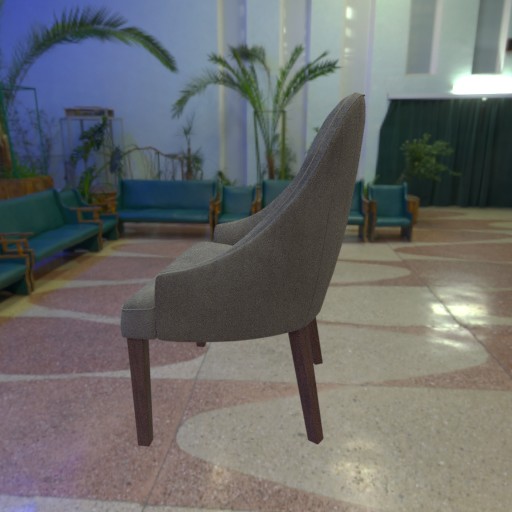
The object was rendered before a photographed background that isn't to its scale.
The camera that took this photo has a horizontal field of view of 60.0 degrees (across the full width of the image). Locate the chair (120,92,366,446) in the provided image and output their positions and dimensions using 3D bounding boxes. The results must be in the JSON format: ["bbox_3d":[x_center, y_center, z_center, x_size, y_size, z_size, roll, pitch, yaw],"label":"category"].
[{"bbox_3d":[0.000,0.000,1.296,0.575,0.889,0.643,2,15,8],"label":"chair"}]
